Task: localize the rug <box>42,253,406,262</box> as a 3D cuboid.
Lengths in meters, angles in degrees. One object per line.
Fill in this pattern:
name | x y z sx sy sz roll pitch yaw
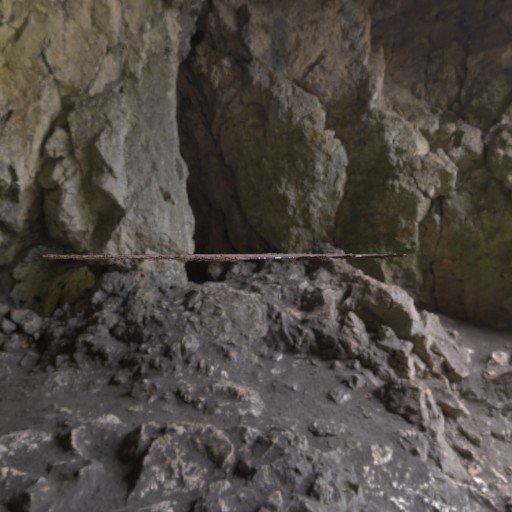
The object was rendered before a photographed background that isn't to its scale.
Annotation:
rug | 0.000 0.000 2.678 1.469 0.040 2.025 0 1 35
